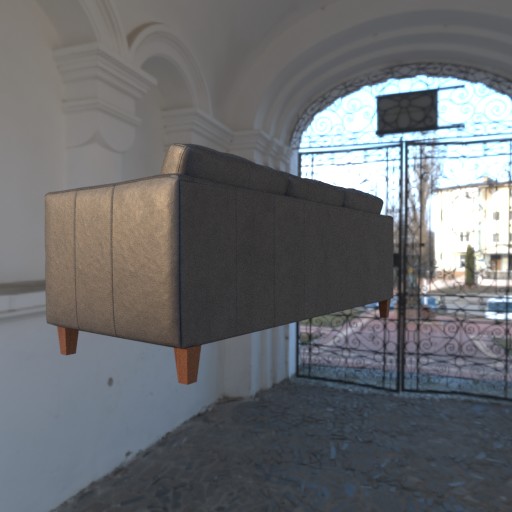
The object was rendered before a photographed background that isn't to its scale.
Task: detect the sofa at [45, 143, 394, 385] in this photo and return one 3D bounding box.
[{"bbox_3d":[0.000,0.000,2.967,1.045,1.006,2.464,0,0,36],"label":"sofa"}]
